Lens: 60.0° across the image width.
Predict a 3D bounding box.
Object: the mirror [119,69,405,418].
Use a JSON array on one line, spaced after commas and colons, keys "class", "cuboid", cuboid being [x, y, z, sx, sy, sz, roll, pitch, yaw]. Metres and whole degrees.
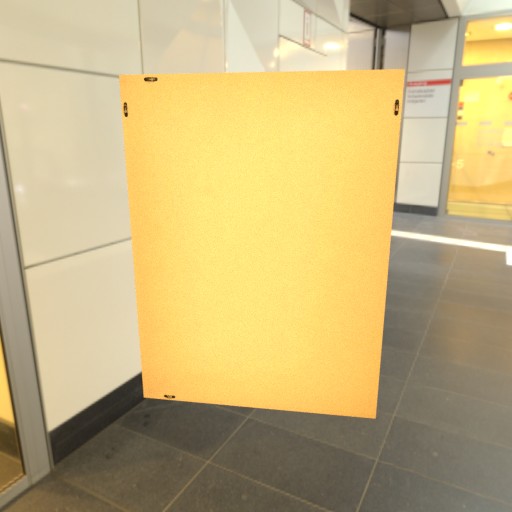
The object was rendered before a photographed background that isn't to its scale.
[{"class": "mirror", "cuboid": [0.000, 0.000, 1.320, 0.762, 1.016, 0.040, 2, 16, 8]}]
